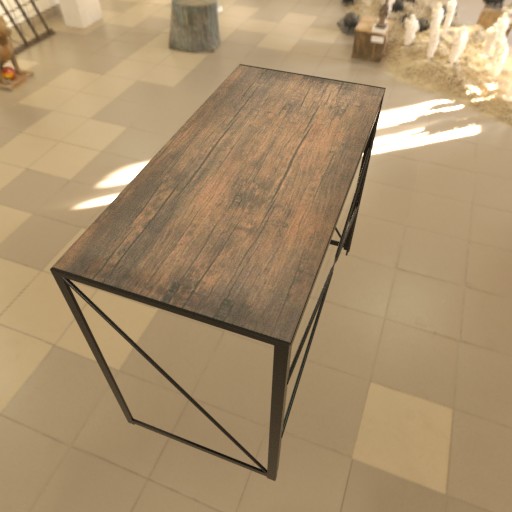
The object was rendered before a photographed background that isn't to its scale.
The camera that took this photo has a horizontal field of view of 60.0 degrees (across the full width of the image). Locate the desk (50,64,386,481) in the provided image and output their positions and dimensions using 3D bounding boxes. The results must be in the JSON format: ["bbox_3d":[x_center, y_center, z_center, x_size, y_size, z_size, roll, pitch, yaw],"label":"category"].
[{"bbox_3d":[0.000,0.000,1.425,0.505,0.747,1.015,15,49,14],"label":"desk"}]
